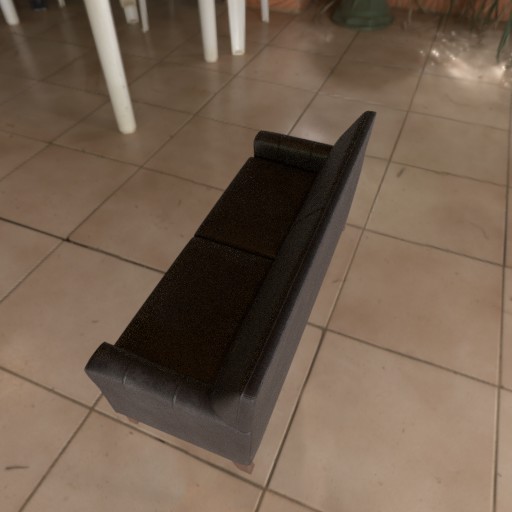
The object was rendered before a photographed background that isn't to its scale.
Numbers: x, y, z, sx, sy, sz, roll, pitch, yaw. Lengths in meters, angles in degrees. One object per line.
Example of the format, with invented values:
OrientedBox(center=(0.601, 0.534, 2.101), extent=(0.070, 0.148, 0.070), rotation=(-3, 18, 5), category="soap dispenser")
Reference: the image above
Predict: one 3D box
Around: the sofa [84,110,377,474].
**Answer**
OrientedBox(center=(0.000, 0.000, 2.521), extent=(0.805, 0.947, 2.053), rotation=(16, 48, 15), category="sofa")
